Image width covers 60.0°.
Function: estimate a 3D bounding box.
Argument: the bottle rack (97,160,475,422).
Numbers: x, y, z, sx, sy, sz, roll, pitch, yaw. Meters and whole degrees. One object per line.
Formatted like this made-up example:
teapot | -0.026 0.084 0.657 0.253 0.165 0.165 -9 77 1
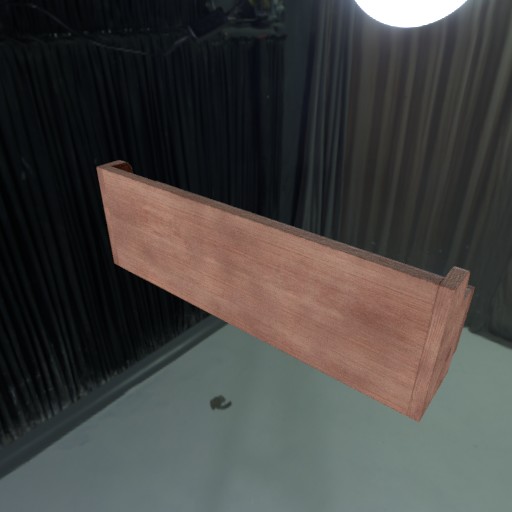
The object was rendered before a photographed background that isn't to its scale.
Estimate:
bottle rack | 0.000 0.000 0.699 0.608 0.196 0.126 22 37 32
